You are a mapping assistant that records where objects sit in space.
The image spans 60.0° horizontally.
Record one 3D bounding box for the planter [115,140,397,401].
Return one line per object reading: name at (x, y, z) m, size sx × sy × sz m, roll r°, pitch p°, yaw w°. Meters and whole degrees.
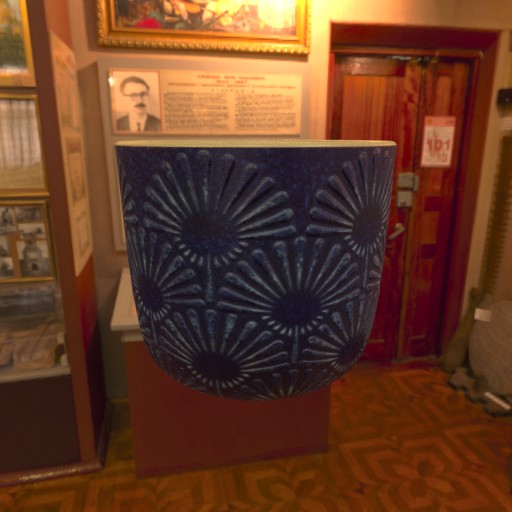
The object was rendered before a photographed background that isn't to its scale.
planter at (0.000, 0.000, 0.217) m, size 0.124 × 0.109 × 0.124 m, roll 0°, pitch 15°, yaw 0°
